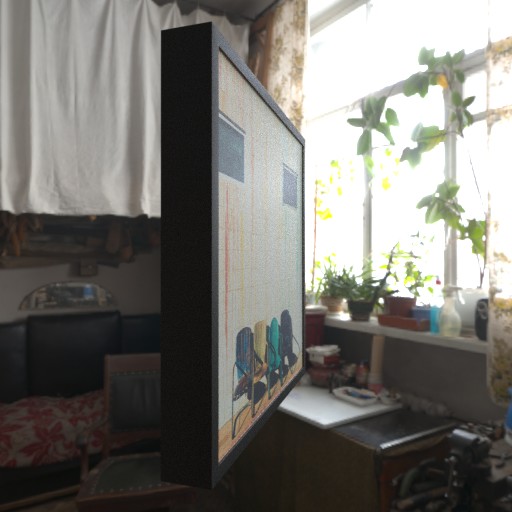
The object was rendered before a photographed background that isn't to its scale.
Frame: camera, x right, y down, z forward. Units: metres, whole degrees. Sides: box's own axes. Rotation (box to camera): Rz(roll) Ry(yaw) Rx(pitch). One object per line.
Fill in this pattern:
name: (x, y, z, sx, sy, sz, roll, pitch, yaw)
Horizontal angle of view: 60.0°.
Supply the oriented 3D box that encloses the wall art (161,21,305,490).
wall art: (0.000, 0.000, 0.437, 0.038, 0.304, 0.304, 0, 0, 18)
